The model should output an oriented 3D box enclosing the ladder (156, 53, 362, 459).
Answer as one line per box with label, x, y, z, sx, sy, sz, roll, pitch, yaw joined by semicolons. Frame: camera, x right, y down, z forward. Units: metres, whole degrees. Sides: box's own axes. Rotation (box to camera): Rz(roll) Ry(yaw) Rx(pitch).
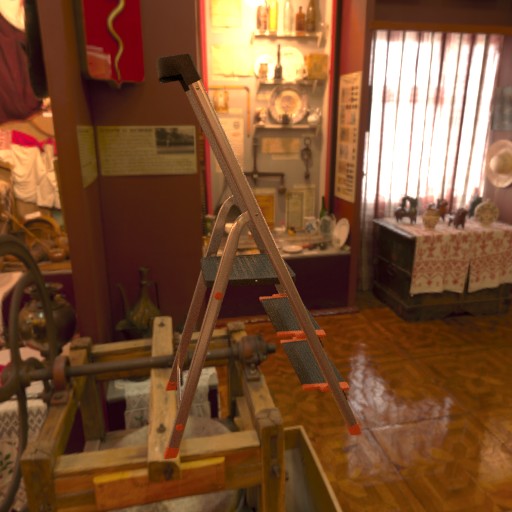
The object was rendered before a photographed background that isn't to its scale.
ladder;0.000;0.000;1.520;0.686;1.229;0.416;-3;17;-10
